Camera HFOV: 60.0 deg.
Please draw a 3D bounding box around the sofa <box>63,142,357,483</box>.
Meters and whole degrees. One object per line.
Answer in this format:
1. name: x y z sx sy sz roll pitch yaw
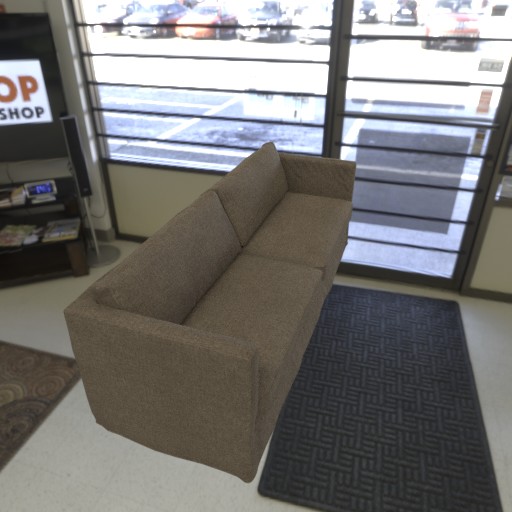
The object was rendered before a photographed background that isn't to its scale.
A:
1. sofa: 0.000 0.000 3.289 1.036 0.998 2.779 11 32 17
